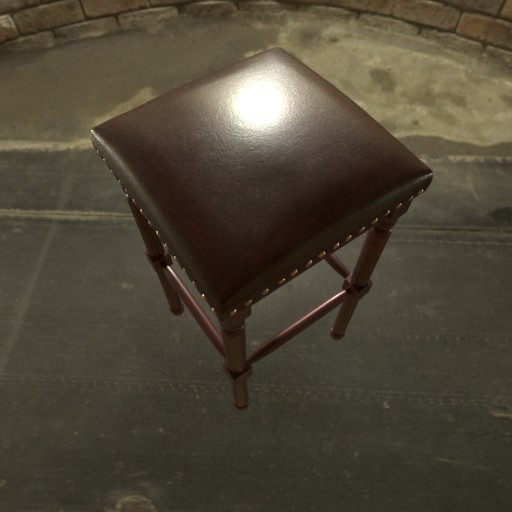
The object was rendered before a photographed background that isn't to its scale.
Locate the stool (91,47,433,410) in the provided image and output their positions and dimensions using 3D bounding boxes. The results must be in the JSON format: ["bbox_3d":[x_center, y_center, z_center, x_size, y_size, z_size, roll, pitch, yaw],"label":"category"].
[{"bbox_3d":[0.000,0.000,0.927,0.382,0.702,0.383,-31,63,-18],"label":"stool"}]
